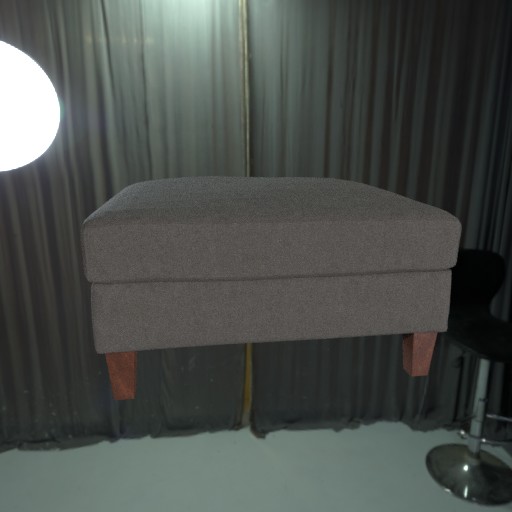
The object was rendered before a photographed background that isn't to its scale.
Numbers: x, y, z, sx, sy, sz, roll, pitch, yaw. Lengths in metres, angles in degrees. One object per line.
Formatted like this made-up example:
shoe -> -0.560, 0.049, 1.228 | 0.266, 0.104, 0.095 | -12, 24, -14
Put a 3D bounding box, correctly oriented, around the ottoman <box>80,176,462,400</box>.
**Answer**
ottoman -> 0.000, 0.000, 1.424 | 0.881, 0.482, 0.861 | -2, 14, -8
